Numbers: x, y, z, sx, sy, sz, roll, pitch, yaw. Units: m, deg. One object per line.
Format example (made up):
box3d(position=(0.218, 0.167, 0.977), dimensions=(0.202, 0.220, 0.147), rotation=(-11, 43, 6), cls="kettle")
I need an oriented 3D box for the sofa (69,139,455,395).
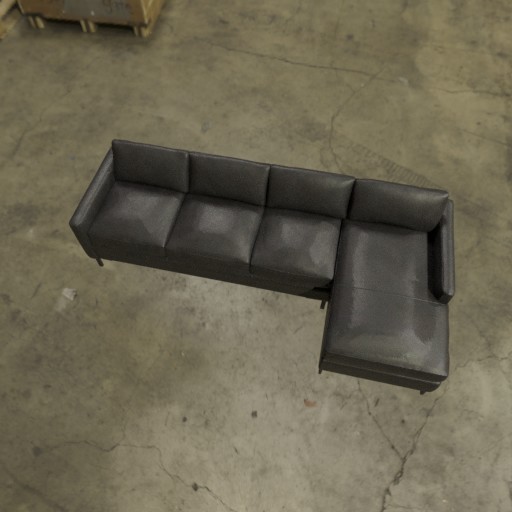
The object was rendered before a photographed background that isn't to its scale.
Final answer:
box3d(position=(0.000, 0.000, 3.569), dimensions=(2.993, 0.859, 1.471), rotation=(10, 57, 7), cls="sofa")
